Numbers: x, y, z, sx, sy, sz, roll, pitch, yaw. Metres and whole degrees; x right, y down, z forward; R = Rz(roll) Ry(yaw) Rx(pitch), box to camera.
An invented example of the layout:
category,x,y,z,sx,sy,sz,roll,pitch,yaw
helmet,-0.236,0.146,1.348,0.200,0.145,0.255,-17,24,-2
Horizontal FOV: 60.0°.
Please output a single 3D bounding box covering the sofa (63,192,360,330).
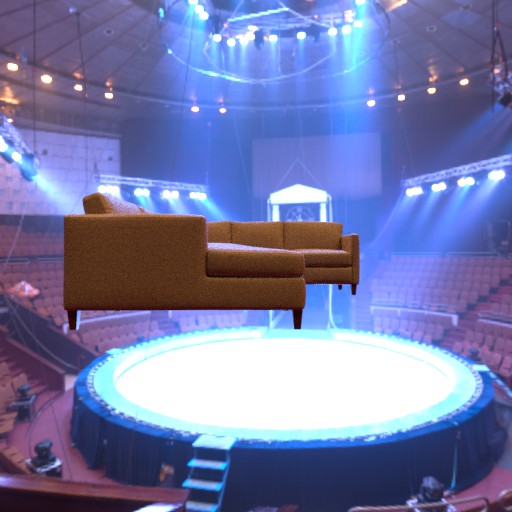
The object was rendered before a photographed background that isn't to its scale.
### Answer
category,x,y,z,sx,sy,sz,roll,pitch,yaw
sofa,0.000,0.000,4.580,2.594,0.961,3.460,0,0,-1
